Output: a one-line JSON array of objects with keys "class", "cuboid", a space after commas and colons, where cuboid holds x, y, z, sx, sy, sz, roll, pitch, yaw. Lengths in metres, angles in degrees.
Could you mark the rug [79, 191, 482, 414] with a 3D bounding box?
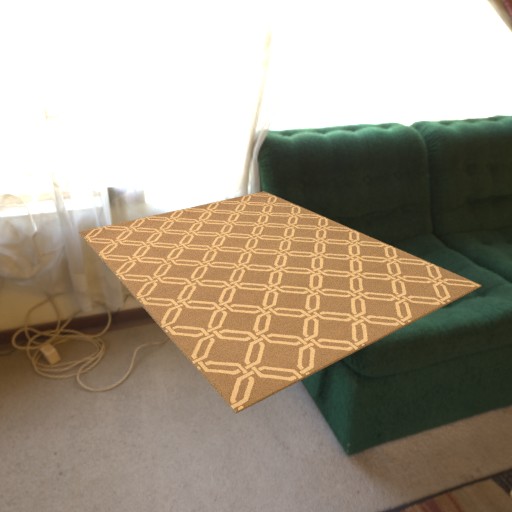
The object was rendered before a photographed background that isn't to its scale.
[{"class": "rug", "cuboid": [0.000, 0.000, 3.939, 2.288, 0.018, 2.895, -17, 31, -31]}]
